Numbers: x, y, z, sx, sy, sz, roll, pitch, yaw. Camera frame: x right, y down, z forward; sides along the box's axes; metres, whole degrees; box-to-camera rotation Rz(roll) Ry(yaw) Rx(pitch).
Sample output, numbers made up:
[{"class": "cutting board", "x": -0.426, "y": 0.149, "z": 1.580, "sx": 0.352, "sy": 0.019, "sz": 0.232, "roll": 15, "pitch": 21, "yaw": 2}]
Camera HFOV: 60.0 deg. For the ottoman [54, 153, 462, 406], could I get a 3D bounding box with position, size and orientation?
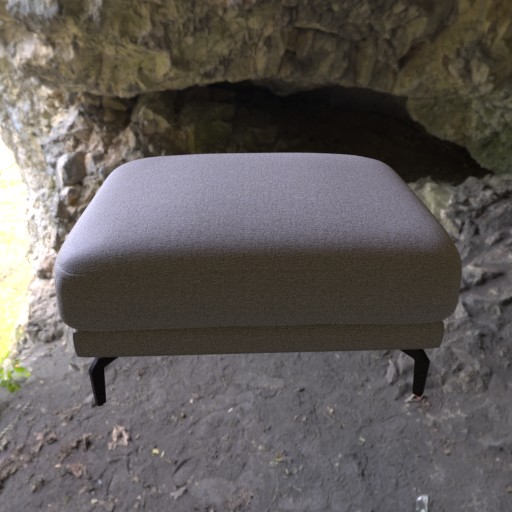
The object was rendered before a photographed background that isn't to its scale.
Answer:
[{"class": "ottoman", "x": 0.000, "y": 0.000, "z": 1.068, "sx": 0.772, "sy": 0.420, "sz": 0.568, "roll": -1, "pitch": 31, "yaw": -2}]
